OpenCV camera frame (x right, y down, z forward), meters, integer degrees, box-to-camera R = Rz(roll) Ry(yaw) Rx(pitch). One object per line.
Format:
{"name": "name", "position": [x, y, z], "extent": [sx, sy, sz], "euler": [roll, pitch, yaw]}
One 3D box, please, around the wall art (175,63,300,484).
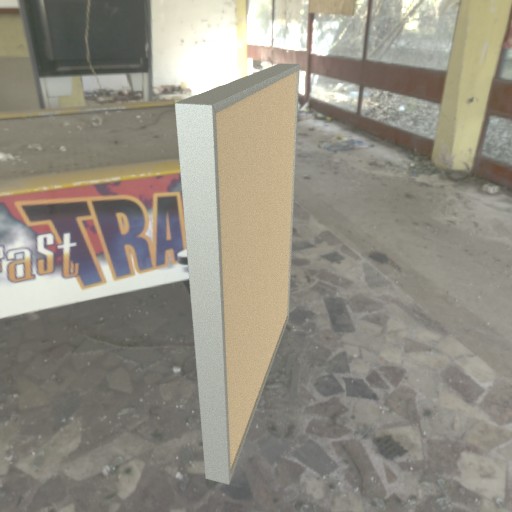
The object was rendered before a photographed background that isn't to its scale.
{"name": "wall art", "position": [0.000, 0.000, 0.737], "extent": [0.039, 0.553, 0.445], "euler": [7, 29, 14]}
